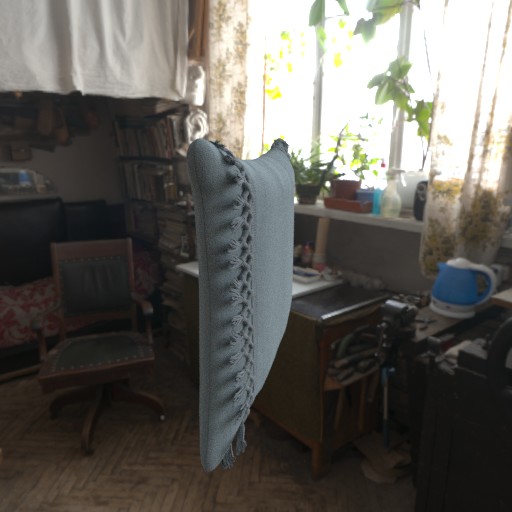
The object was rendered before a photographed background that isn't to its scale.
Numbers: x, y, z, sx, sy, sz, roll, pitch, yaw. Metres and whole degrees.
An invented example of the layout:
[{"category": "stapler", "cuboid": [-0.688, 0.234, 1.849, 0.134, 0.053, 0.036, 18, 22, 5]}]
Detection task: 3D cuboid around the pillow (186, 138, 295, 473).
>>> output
[{"category": "pillow", "cuboid": [0.000, 0.000, 0.588, 0.084, 0.305, 0.466, 3, 15, 11]}]
